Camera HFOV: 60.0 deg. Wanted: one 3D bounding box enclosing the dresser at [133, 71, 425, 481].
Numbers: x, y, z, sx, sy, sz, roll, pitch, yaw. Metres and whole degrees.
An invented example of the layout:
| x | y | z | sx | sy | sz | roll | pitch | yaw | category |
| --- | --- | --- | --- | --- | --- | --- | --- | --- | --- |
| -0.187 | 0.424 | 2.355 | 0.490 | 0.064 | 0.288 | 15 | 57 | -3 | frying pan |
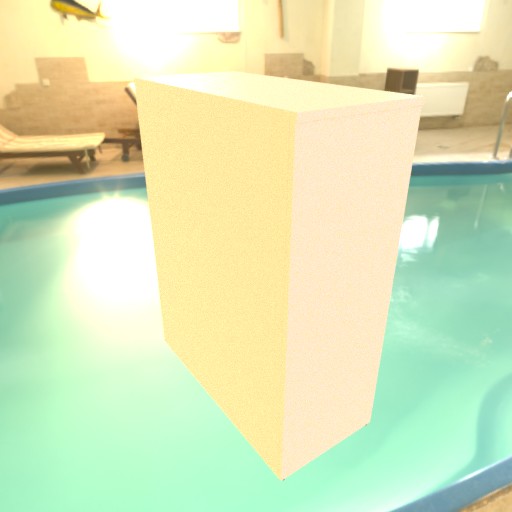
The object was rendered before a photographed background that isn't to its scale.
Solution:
| x | y | z | sx | sy | sz | roll | pitch | yaw | category |
| --- | --- | --- | --- | --- | --- | --- | --- | --- | --- |
| 0.000 | 0.000 | 1.438 | 0.380 | 1.040 | 0.800 | -18 | 32 | -31 | dresser |
